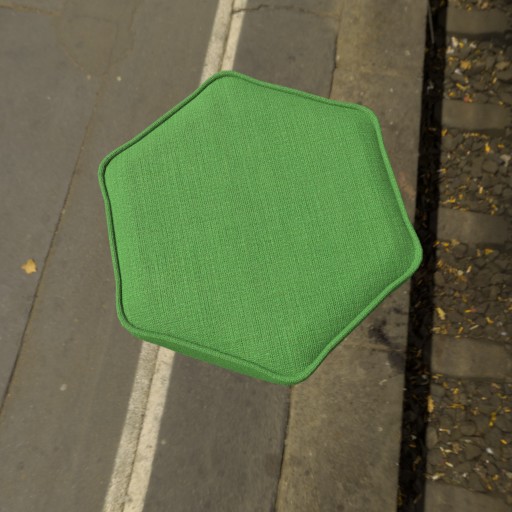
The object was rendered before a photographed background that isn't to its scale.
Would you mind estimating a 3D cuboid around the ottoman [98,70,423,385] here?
[{"bbox_3d":[0.000,0.000,0.875,0.444,0.507,0.499,-12,75,-3],"label":"ottoman"}]
